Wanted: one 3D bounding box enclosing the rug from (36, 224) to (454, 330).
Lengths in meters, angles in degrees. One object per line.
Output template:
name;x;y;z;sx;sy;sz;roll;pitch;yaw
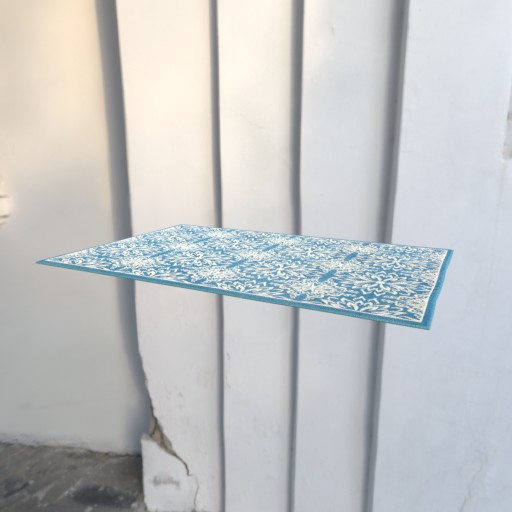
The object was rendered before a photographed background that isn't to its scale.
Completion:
rug;0.000;0.000;3.498;2.769;0.018;1.830;7;16;26
